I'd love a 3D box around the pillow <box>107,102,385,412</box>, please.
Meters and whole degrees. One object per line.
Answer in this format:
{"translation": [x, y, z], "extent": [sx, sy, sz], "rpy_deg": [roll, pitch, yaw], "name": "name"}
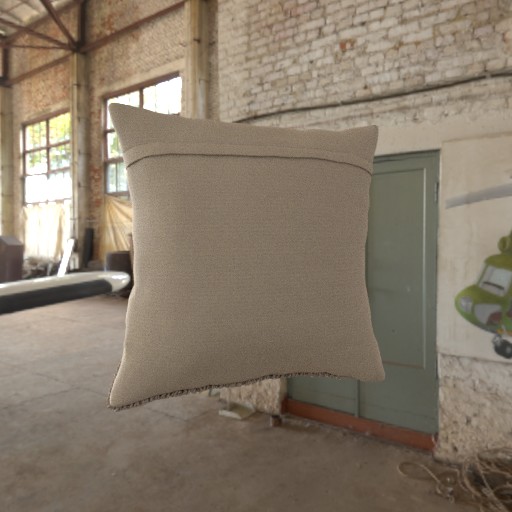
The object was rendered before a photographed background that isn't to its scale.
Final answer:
{"translation": [0.000, 0.000, 0.737], "extent": [0.475, 0.473, 0.178], "rpy_deg": [0, 1, -17], "name": "pillow"}
